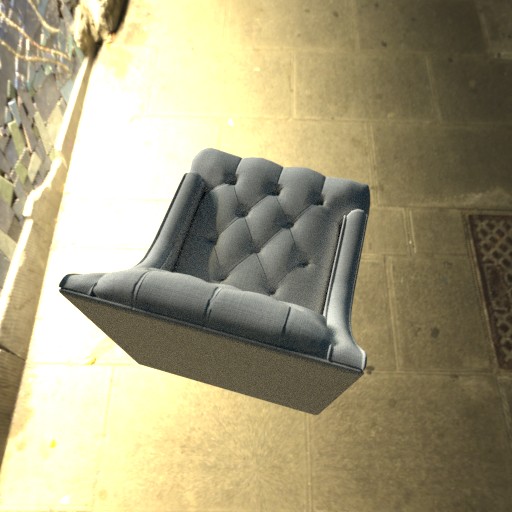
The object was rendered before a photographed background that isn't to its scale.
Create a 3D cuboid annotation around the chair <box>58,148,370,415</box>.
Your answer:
[{"bbox_3d":[0.000,0.000,1.405,0.658,0.891,0.772,14,65,7],"label":"chair"}]
